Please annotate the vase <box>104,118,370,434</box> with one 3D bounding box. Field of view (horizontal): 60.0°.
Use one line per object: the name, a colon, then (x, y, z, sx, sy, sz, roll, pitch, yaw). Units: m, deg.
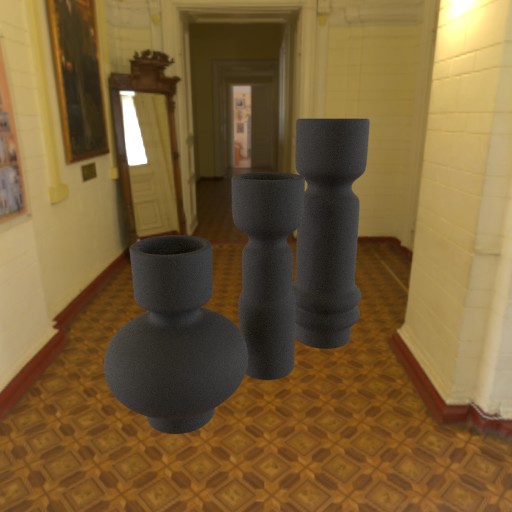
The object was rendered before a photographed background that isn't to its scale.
vase: (0.000, 0.000, 0.420, 0.307, 0.249, 0.120, -16, 23, -42)
